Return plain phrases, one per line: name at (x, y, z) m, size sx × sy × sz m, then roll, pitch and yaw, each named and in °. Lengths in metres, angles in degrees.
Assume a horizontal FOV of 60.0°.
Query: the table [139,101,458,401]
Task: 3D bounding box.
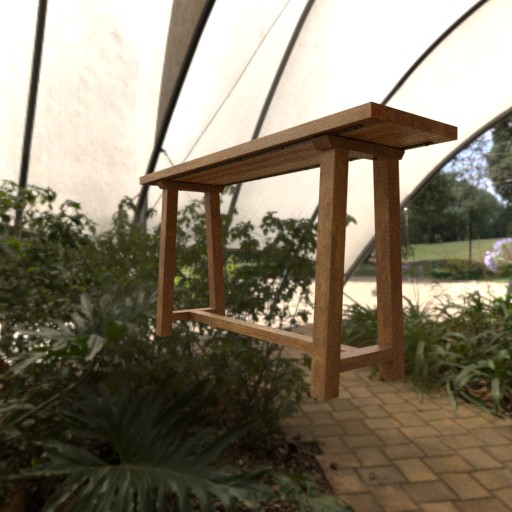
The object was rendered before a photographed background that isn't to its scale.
table at (0.000, 0.000, 1.853) m, size 0.405 × 0.810 × 1.524 m, roll -1°, pitch 2°, yaw -36°
